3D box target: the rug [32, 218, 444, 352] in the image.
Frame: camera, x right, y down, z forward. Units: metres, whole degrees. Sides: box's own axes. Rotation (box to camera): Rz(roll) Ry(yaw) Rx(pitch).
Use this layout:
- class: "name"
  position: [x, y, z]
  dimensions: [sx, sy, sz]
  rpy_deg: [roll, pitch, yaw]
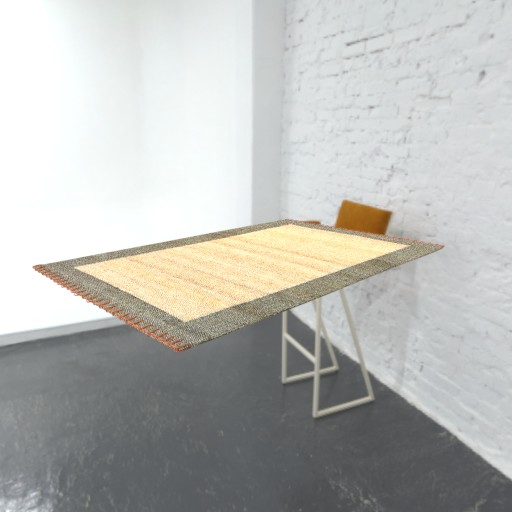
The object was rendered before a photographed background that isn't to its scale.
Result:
- class: "rug"
  position: [0.000, 0.000, 2.304]
  dimensions: [1.838, 0.019, 1.220]
  rpy_deg: [-14, 21, -43]
